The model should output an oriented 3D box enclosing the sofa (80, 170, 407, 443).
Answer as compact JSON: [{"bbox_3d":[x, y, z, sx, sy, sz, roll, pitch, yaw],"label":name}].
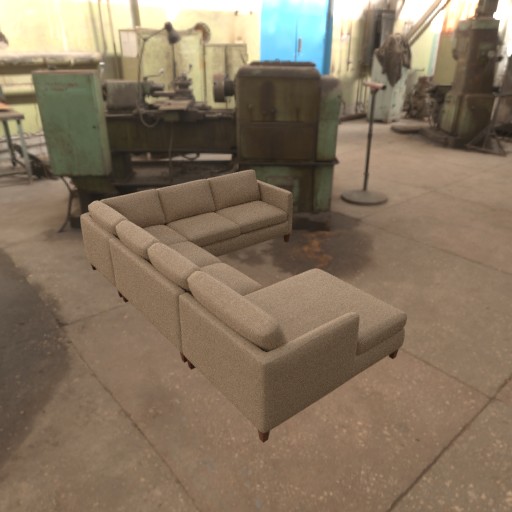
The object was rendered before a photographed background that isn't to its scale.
[{"bbox_3d":[0.000,0.000,4.692,2.551,0.889,3.403,-19,31,-34],"label":"sofa"}]
